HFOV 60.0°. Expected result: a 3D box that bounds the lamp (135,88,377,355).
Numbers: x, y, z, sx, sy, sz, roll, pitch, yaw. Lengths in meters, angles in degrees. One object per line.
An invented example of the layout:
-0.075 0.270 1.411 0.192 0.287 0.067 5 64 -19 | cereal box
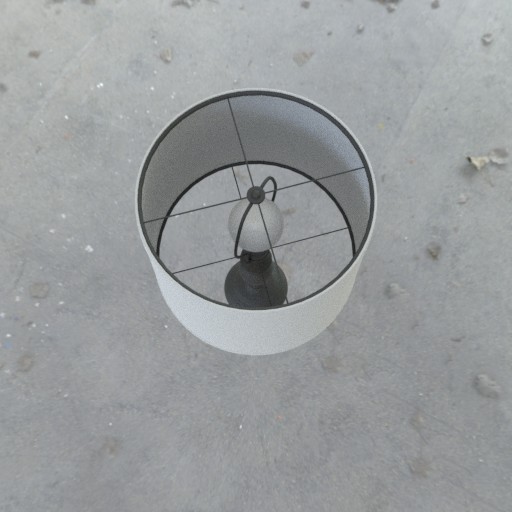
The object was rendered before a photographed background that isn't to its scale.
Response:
0.000 0.000 0.703 0.310 0.501 0.310 0 75 0 | lamp
